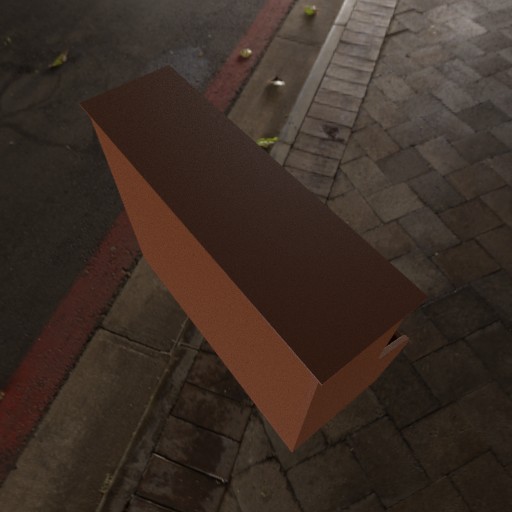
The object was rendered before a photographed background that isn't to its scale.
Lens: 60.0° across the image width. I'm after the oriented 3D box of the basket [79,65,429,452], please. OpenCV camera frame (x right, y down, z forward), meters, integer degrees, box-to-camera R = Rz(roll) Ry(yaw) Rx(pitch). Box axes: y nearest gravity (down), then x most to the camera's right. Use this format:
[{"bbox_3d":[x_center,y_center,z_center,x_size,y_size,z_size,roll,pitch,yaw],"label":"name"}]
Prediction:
[{"bbox_3d":[0.000,0.000,1.131,0.376,0.625,0.792,-33,62,-20],"label":"basket"}]
